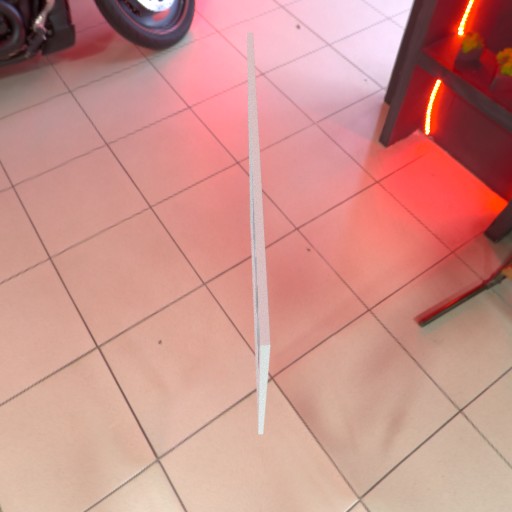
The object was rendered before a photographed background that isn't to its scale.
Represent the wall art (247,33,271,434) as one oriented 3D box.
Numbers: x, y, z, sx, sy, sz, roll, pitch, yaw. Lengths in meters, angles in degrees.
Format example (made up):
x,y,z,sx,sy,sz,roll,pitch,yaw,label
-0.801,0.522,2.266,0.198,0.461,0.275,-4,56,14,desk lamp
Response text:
x,y,z,sx,sy,sz,roll,pitch,yaw,label
0.000,0.000,0.700,0.009,0.457,0.456,-2,59,-1,wall art
